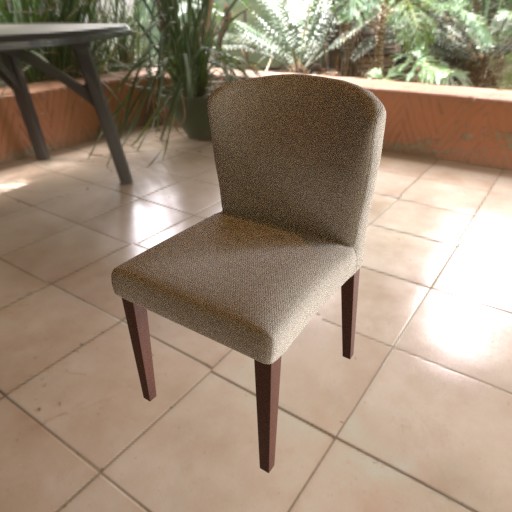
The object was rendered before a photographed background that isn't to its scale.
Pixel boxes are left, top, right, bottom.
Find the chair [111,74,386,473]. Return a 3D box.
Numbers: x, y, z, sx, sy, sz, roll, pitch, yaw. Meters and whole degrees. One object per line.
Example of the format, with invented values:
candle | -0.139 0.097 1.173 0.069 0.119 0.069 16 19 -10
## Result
chair | 0.000 0.000 1.178 0.491 0.839 0.589 18 34 29
